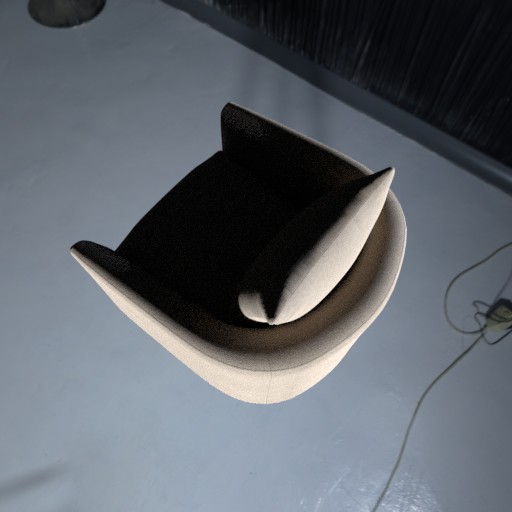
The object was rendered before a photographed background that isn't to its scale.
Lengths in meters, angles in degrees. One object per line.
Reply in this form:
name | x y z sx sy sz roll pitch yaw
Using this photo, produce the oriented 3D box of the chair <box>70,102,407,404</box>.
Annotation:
chair | 0.000 0.000 1.581 0.910 0.848 0.845 35 69 16
